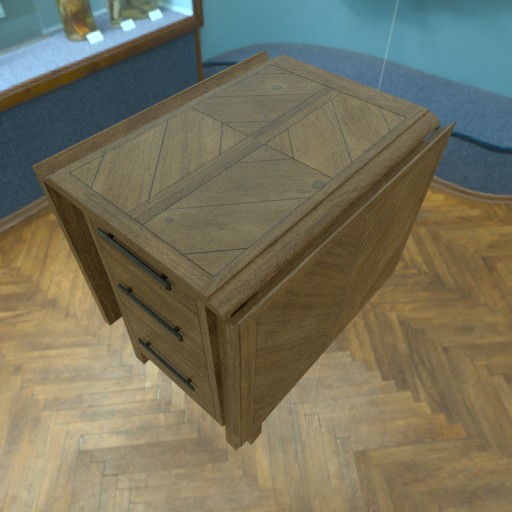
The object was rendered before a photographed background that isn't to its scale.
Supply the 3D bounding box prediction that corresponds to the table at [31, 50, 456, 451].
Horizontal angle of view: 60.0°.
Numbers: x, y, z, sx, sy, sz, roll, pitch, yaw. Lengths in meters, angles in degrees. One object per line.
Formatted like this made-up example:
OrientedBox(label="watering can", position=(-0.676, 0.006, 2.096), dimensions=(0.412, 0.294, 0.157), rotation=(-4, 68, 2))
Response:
OrientedBox(label="table", position=(0.000, 0.000, 1.258), dimensions=(0.591, 0.763, 0.746), rotation=(33, 56, 26))
